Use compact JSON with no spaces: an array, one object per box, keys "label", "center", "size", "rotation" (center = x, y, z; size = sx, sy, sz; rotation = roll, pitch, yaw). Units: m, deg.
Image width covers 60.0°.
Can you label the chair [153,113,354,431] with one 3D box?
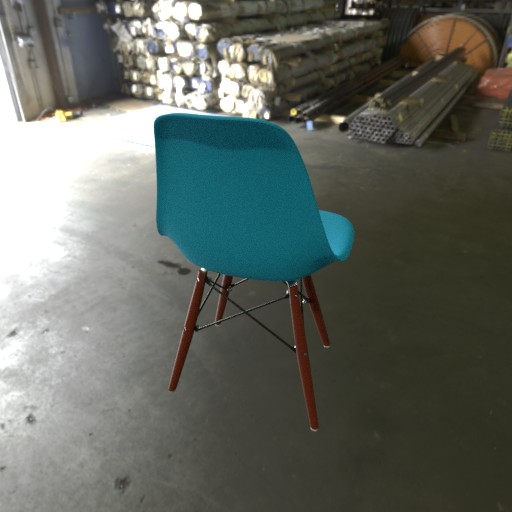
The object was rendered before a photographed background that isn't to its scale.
[{"label":"chair","center":[0.000,0.000,1.134],"size":[0.470,0.826,0.533],"rotation":[9,32,14]}]
